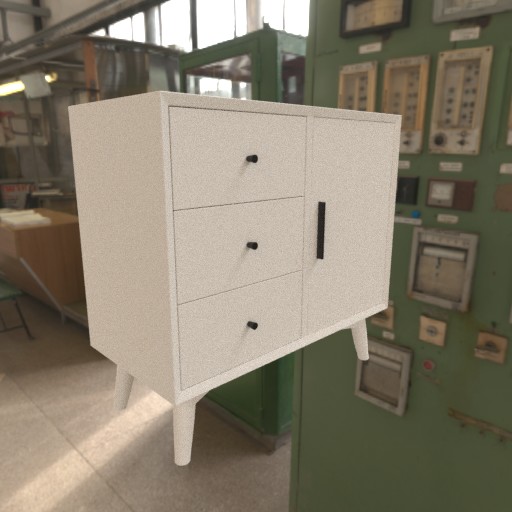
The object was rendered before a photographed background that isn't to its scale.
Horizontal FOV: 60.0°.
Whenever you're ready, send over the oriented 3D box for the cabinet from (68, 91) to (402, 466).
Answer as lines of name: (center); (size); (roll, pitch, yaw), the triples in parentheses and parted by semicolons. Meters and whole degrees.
cabinet: (0.000, 0.000, 1.223); (0.800, 0.761, 0.398); (-13, 19, -42)
